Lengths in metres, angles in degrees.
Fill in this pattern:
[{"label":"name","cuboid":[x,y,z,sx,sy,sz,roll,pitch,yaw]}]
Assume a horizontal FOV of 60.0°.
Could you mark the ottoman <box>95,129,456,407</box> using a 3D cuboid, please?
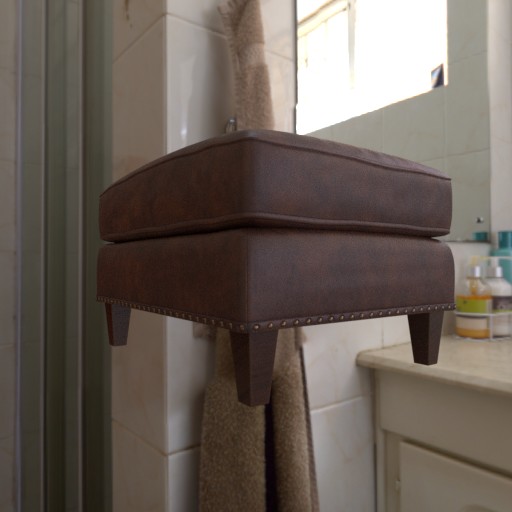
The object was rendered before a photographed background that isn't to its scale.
[{"label":"ottoman","cuboid":[0.000,0.000,1.112,0.586,0.486,0.742,1,-1,-36]}]
